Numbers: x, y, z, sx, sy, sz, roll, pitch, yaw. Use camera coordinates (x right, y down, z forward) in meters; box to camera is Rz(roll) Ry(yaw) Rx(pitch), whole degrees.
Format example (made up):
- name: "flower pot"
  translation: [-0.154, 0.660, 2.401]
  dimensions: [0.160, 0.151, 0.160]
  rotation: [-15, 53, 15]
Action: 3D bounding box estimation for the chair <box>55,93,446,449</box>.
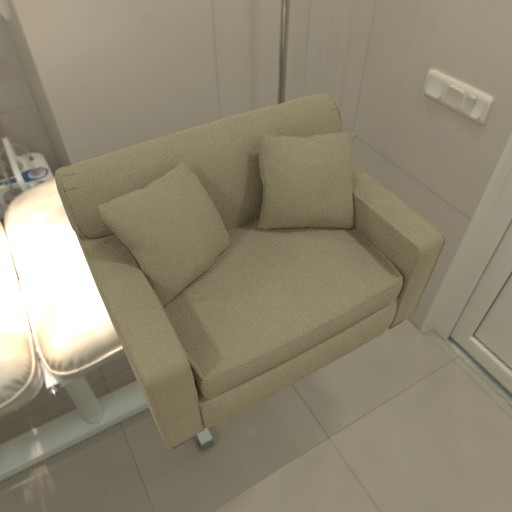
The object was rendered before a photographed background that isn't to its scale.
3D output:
- name: "chair"
  translation: [0.000, 0.000, 2.052]
  dimensions: [1.383, 0.948, 1.000]
  rotation: [-23, 50, -21]
